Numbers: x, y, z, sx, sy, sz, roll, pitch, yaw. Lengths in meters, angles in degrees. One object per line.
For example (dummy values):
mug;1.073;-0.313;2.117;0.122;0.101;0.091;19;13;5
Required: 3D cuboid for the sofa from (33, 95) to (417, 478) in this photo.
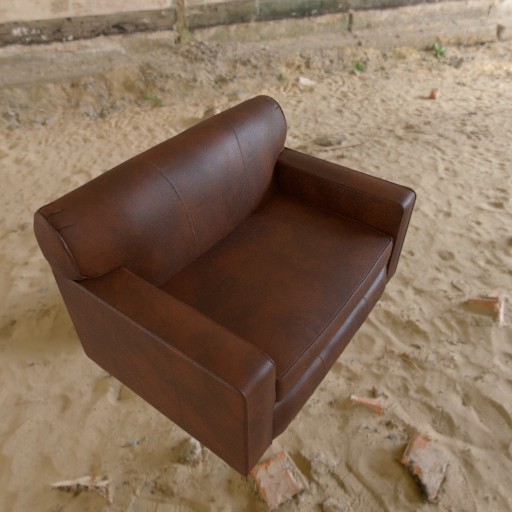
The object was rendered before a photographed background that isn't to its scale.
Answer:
sofa;0.000;0.000;2.018;1.000;0.956;1.413;26;47;27
